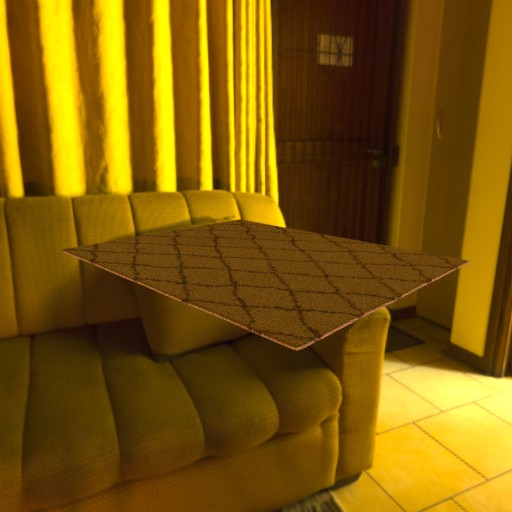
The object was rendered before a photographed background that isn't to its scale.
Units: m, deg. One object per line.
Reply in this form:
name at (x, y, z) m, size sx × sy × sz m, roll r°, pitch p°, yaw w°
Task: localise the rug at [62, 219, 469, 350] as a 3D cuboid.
rug at (0.000, 0.000, 4.211) m, size 3.047 × 0.029 × 2.438 m, roll 14°, pitch 20°, yaw 43°
